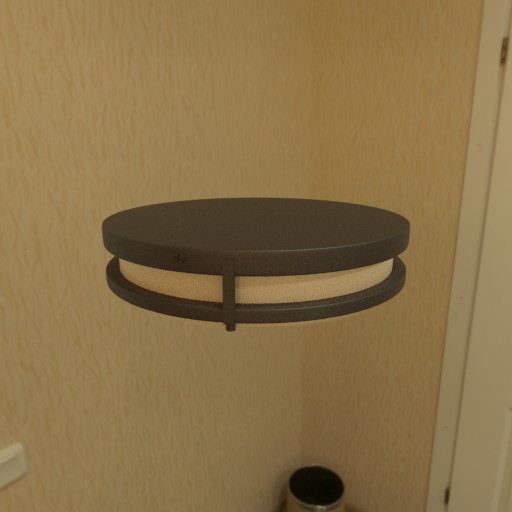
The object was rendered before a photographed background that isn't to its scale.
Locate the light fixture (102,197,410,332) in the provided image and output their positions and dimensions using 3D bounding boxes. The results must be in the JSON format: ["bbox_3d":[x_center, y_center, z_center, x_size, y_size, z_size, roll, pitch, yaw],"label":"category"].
[{"bbox_3d":[0.000,0.000,0.549,0.356,0.102,0.356,0,15,0],"label":"light fixture"}]
